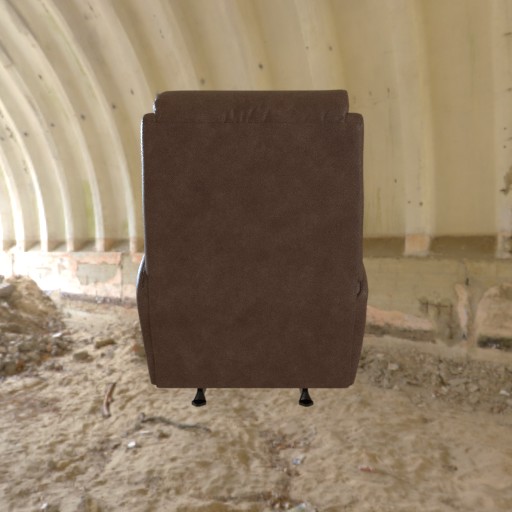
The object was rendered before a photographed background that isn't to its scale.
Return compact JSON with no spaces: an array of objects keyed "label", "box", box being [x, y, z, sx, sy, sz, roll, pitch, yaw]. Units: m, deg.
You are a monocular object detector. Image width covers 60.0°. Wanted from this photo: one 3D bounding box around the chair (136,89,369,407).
[{"label":"chair","box":[0.000,0.000,1.842,0.865,1.067,1.067,0,1,0]}]
